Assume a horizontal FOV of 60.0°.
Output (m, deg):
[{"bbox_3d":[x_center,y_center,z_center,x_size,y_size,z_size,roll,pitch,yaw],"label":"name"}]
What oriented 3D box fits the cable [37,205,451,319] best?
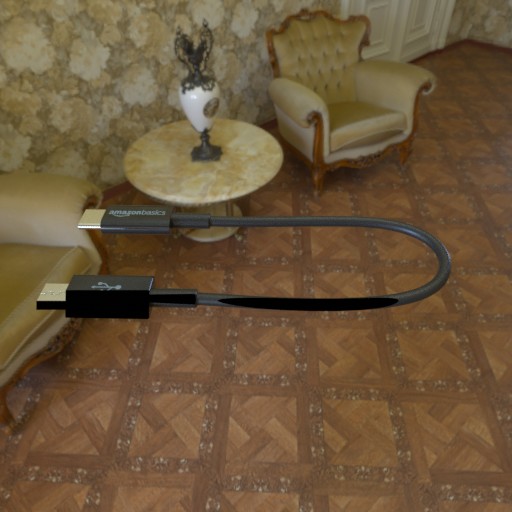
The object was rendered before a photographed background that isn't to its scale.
[{"bbox_3d":[0.000,0.000,0.113,0.098,0.006,0.040,1,41,1],"label":"cable"}]
